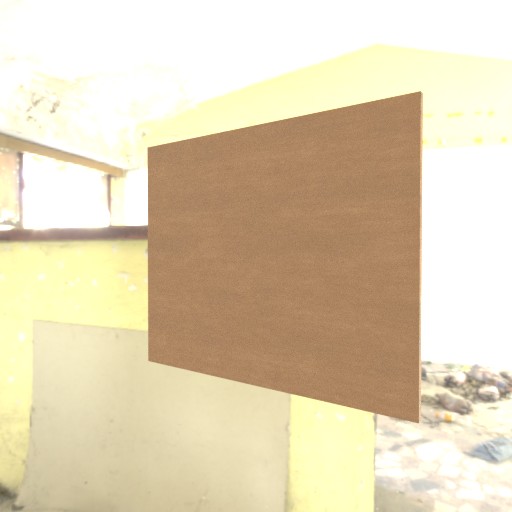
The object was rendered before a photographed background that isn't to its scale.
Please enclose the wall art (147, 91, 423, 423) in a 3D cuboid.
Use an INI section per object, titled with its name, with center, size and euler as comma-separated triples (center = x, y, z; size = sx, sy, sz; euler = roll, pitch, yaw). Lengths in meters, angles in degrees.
[wall art]
center = 0.000, 0.000, 0.699
size = 0.508, 0.408, 0.010
euler = 1, 1, 37
